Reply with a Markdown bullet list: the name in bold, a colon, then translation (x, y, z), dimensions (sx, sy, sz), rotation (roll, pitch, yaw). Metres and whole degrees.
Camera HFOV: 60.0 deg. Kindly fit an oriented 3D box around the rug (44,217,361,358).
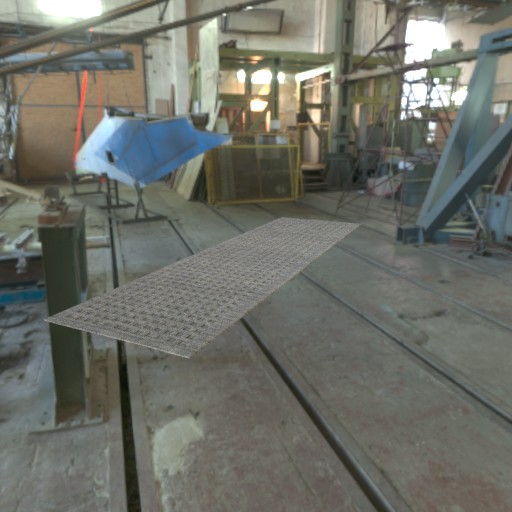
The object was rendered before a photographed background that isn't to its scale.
- **rug**: translation (0.000, 0.000, 2.688), dimensions (0.706, 0.009, 2.443), rotation (8, 17, 25)
